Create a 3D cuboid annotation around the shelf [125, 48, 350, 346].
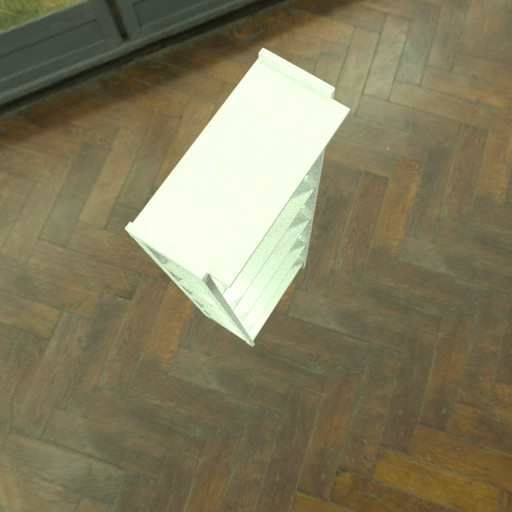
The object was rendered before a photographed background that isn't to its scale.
[{"bbox_3d":[0.000,0.000,2.098,0.381,1.892,0.660,32,78,8],"label":"shelf"}]
